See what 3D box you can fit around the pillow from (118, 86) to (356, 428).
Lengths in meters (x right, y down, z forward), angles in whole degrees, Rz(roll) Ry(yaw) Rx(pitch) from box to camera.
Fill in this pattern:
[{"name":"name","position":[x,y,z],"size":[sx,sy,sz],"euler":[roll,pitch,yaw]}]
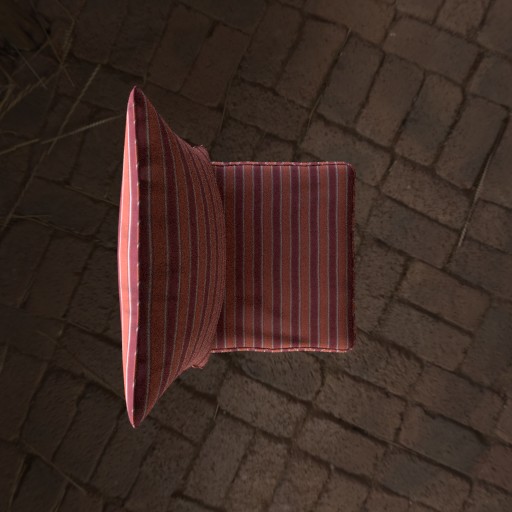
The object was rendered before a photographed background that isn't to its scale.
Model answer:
[{"name":"pillow","position":[0.000,0.000,1.369],"size":[0.733,0.723,0.799],"euler":[0,90,0]}]
